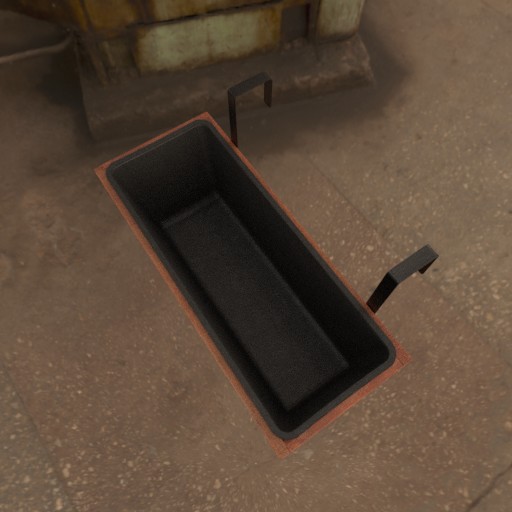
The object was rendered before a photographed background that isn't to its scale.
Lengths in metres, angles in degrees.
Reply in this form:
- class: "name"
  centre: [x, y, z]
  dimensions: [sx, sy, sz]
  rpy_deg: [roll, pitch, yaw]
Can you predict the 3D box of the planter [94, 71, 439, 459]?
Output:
- class: "planter"
  centre: [0.000, 0.000, 0.648]
  dimensions: [0.262, 0.289, 0.480]
  rpy_deg: [-32, 69, -14]
